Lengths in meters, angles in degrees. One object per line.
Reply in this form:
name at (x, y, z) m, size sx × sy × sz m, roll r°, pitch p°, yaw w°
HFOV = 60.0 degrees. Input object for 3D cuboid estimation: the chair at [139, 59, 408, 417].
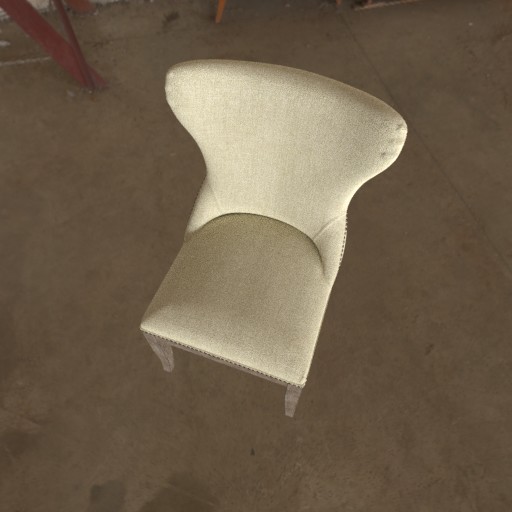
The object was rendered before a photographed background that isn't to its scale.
chair at (0.000, 0.000, 1.444) m, size 0.654 × 1.002 × 0.681 m, roll 17°, pitch 60°, yaw 10°
